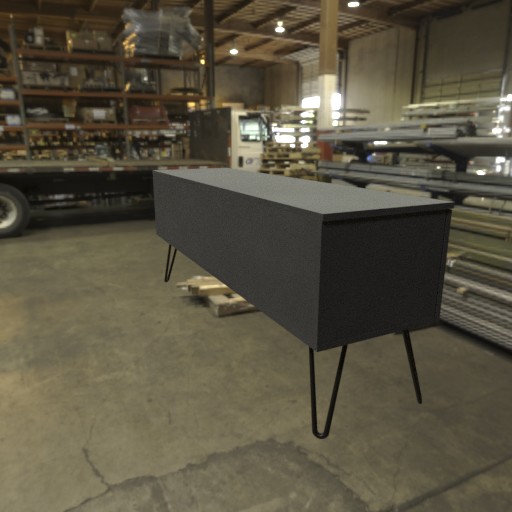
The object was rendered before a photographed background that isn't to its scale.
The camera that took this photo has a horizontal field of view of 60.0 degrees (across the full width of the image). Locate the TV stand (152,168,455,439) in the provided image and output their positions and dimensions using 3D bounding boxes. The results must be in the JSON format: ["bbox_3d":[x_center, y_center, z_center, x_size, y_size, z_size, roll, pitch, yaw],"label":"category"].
[{"bbox_3d":[0.000,0.000,1.668,0.400,0.560,1.400,-7,17,-26],"label":"TV stand"}]
